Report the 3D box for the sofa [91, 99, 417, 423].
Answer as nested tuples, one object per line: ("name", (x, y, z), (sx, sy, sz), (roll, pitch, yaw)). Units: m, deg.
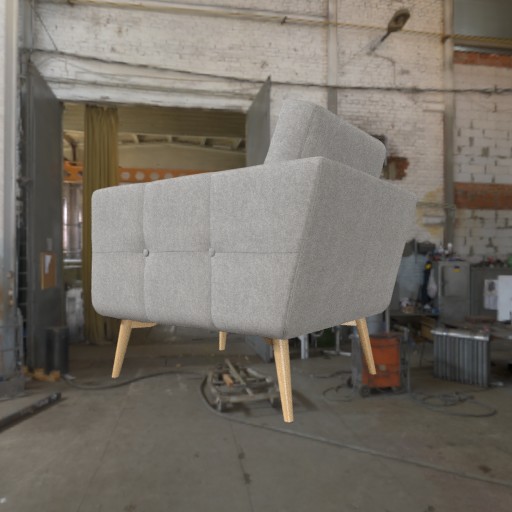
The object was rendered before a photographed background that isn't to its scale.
("sofa", (0.000, 0.000, 1.565), (0.920, 0.860, 0.770), (0, 0, 36))
